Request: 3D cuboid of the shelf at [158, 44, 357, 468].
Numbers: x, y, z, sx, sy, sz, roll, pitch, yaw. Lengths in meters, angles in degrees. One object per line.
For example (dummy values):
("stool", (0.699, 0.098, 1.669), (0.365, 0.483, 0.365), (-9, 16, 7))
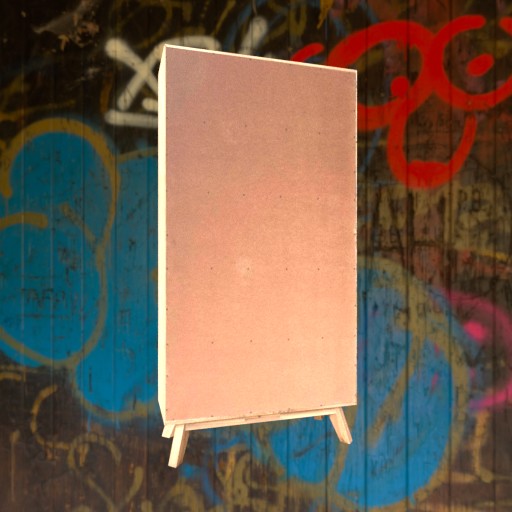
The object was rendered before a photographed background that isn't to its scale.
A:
("shelf", (0.000, 0.000, 1.781), (0.748, 1.471, 0.308), (0, 0, -17))
